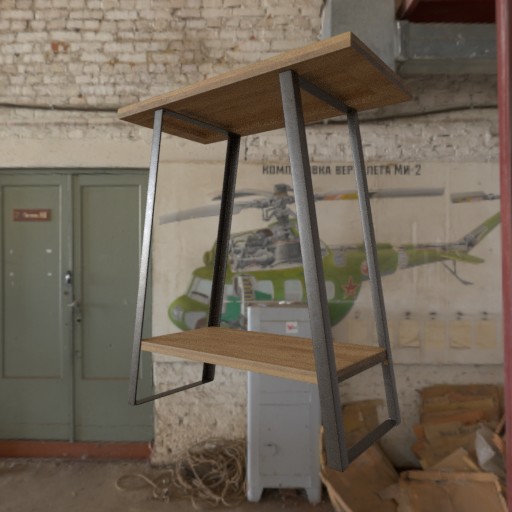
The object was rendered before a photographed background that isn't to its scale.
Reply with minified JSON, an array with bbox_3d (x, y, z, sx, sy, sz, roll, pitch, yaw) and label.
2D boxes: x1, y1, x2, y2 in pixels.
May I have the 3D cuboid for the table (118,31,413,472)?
[{"bbox_3d":[0.000,0.000,0.990,0.599,0.701,0.300,0,0,37],"label":"table"}]
